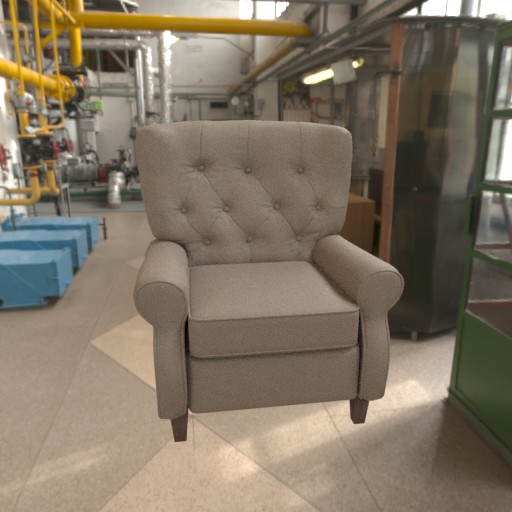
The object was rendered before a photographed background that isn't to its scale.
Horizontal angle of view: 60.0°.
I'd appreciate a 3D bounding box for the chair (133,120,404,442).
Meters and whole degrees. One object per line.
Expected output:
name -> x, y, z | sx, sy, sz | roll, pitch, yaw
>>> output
chair -> 0.000, 0.000, 1.909 | 0.999, 1.138, 1.041 | -2, 16, -8
